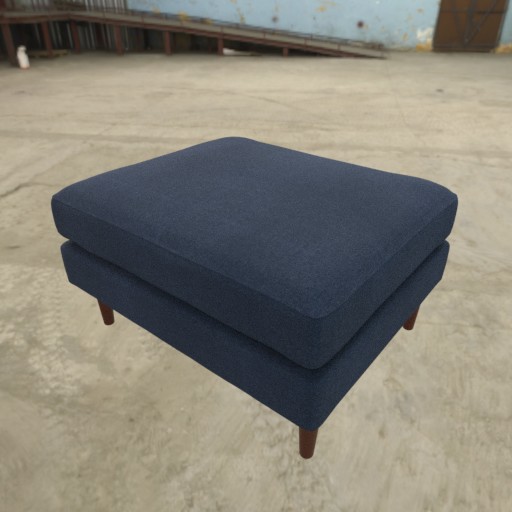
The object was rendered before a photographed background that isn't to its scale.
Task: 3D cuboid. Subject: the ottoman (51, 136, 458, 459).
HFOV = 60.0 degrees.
[{"bbox_3d":[0.000,0.000,1.210,0.821,0.474,0.693,22,36,33],"label":"ottoman"}]
